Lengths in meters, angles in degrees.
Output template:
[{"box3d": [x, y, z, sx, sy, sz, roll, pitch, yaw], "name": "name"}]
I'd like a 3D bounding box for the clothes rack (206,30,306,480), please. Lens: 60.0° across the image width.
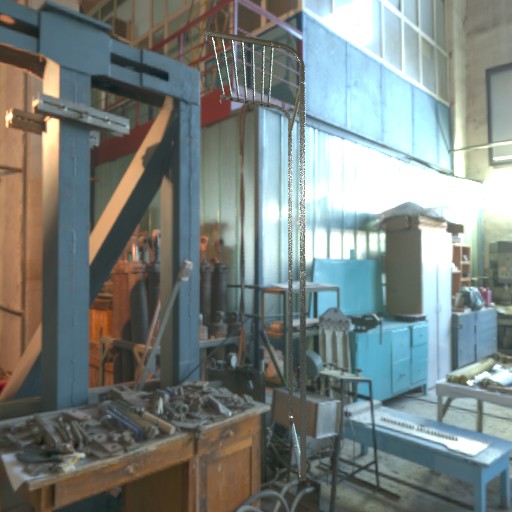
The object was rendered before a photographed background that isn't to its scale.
[{"box3d": [0.000, 0.000, 1.835, 0.349, 1.574, 0.609, 0, -1, 0], "name": "clothes rack"}]
